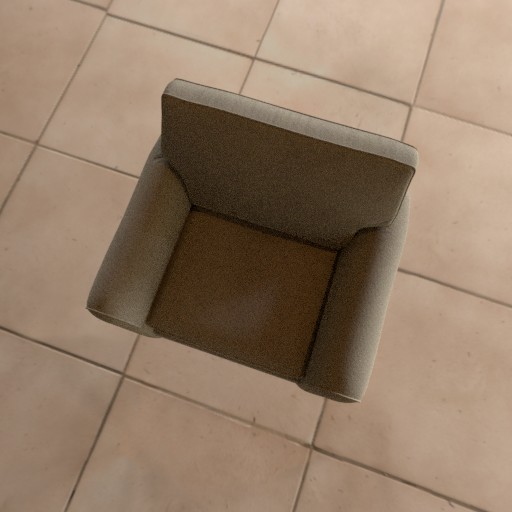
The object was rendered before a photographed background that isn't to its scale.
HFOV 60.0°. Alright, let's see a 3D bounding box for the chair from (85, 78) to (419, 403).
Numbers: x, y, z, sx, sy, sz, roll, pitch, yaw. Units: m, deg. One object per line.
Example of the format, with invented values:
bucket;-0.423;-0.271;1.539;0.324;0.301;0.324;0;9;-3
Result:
chair;0.000;0.000;1.920;1.147;1.044;0.939;18;76;5
